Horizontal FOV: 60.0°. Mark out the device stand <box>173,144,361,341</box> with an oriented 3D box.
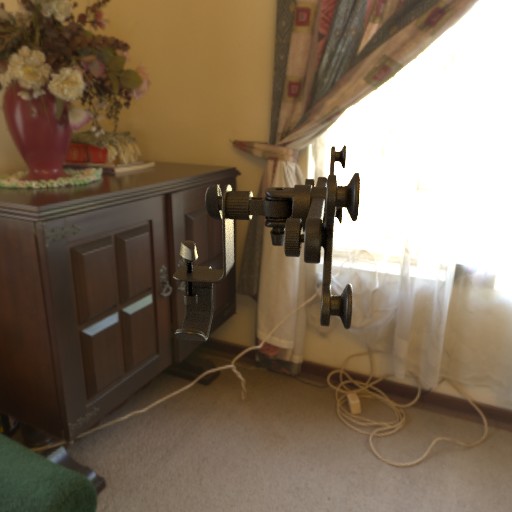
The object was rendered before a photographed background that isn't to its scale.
[{"bbox_3d":[0.000,0.000,0.363,0.142,0.166,0.270,3,17,9],"label":"device stand"}]
